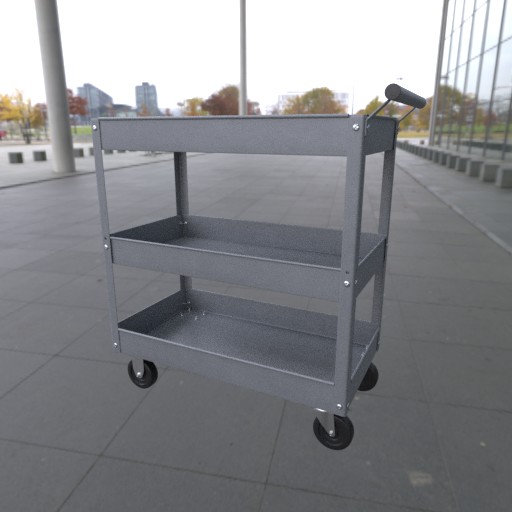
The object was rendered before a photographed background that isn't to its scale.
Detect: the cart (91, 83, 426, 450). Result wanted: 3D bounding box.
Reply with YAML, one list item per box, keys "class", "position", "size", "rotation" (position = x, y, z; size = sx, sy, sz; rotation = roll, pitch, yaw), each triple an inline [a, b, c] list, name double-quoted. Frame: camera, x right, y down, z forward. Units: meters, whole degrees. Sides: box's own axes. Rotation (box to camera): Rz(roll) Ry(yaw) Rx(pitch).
- class: "cart"
  position: [0.000, 0.000, 1.150]
  size: [0.719, 0.780, 0.366]
  rotation: [8, 18, 25]
